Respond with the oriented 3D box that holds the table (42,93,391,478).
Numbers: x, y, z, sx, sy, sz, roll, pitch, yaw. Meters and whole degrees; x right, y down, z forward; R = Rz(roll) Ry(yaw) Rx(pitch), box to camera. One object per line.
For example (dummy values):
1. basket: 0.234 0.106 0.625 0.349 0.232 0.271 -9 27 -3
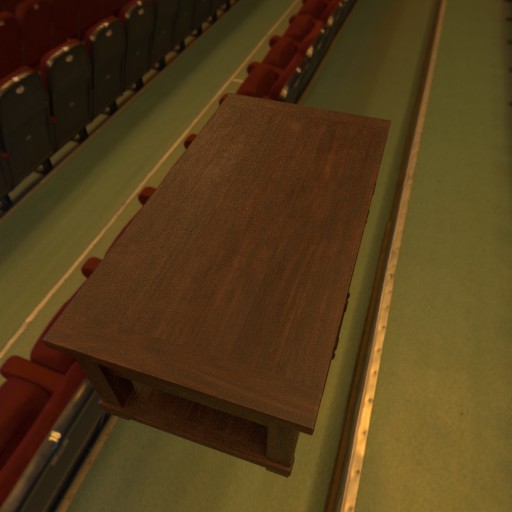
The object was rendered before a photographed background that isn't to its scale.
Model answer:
1. table: 0.000 0.000 1.586 0.700 0.494 1.270 14 50 12
